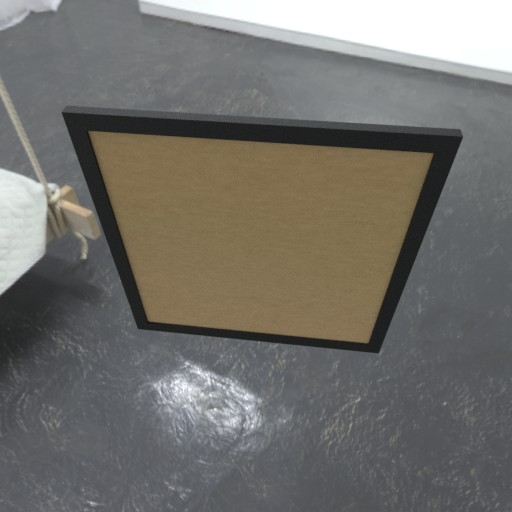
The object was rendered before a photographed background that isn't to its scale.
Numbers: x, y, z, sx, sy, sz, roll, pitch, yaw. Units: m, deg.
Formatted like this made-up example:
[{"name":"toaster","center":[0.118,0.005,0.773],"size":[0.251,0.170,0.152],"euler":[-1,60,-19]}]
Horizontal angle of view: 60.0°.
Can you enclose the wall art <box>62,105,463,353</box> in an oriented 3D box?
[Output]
[{"name":"wall art","center":[0.000,0.000,0.527],"size":[0.358,0.357,0.012],"euler":[5,47,5]}]
